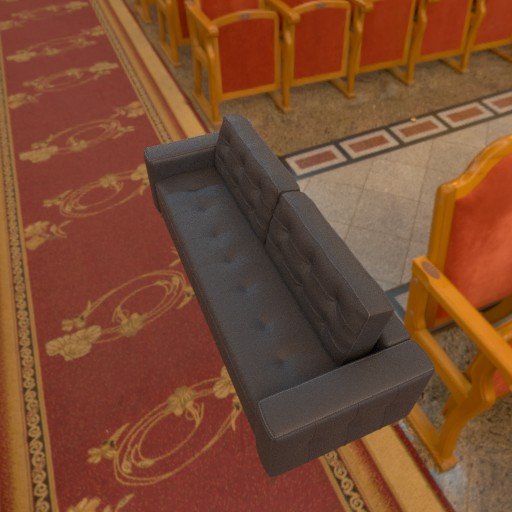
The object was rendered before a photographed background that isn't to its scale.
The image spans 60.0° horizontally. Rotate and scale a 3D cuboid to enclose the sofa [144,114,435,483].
[{"bbox_3d":[0.000,0.000,2.712,0.833,0.893,2.275,-17,49,-15],"label":"sofa"}]
